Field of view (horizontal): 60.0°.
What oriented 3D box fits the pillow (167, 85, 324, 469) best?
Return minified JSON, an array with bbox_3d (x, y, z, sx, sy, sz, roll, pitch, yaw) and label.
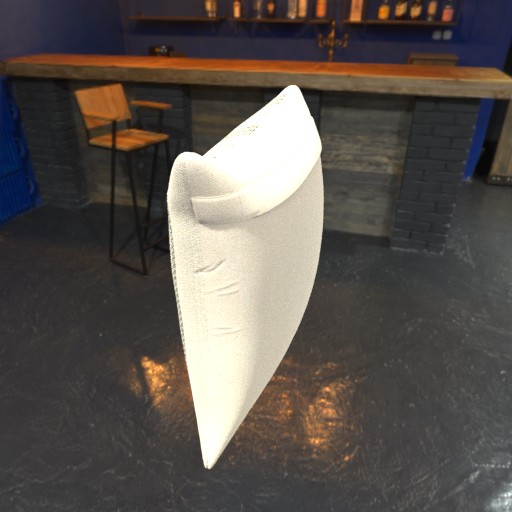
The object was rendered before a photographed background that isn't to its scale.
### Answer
[{"bbox_3d":[0.000,0.000,0.631,0.173,0.406,0.405,9,31,15],"label":"pillow"}]
